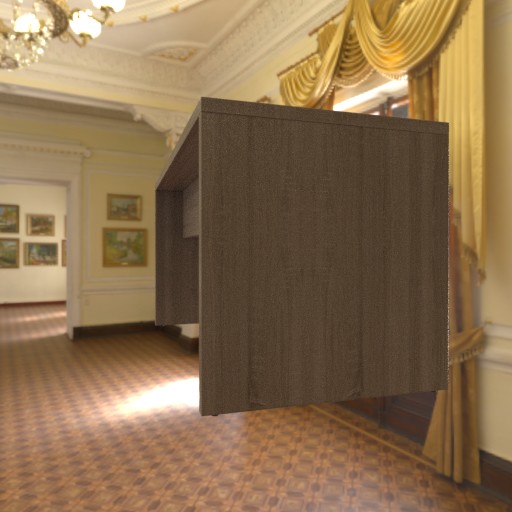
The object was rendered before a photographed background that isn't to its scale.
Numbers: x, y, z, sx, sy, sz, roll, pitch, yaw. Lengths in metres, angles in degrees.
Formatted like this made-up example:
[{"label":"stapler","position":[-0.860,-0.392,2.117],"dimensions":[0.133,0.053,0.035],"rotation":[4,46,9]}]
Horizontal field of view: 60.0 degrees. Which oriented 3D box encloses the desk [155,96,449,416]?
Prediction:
[{"label":"desk","position":[0.000,0.000,1.783],"dimensions":[0.690,0.745,1.380],"rotation":[0,0,-17]}]
